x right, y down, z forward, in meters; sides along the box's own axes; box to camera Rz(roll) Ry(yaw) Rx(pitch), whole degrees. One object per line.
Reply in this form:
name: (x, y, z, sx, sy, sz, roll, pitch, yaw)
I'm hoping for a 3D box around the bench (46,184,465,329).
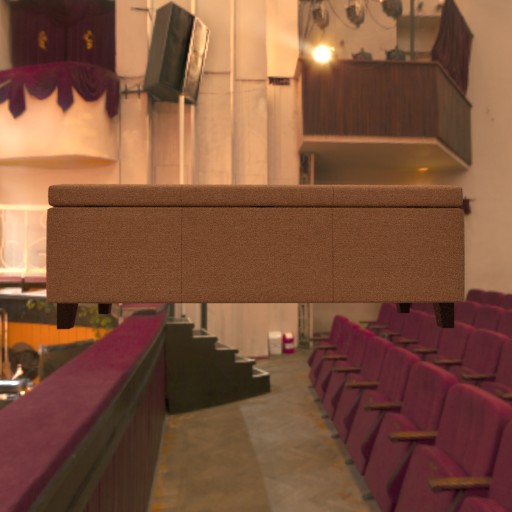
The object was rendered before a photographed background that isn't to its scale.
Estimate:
bench: (0.000, 0.000, 1.528, 1.269, 0.438, 0.446, 0, 0, -1)
